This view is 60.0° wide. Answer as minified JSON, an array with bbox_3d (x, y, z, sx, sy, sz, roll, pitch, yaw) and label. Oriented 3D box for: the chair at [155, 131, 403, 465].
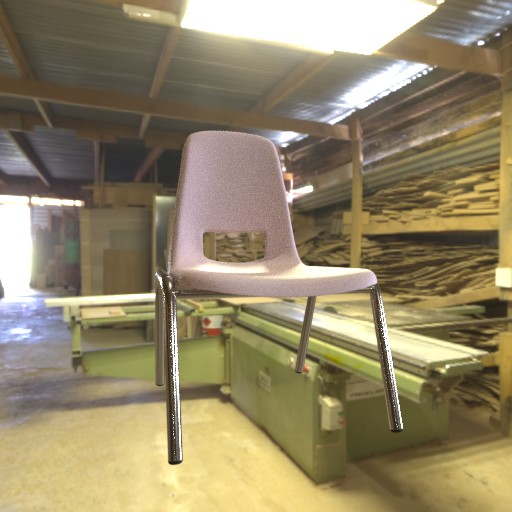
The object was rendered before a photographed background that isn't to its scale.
[{"bbox_3d":[0.000,0.000,0.797,0.354,0.537,0.385,0,1,-17],"label":"chair"}]
